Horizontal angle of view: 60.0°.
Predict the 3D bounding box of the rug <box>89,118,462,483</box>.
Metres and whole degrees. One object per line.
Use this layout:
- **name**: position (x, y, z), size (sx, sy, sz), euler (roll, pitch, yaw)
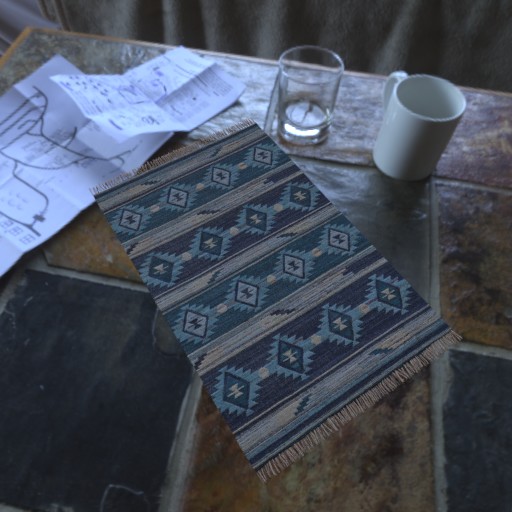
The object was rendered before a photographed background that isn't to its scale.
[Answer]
- **rug**: position (0.000, 0.000, 2.441), size (1.181, 0.028, 1.936), euler (-29, 62, -17)
